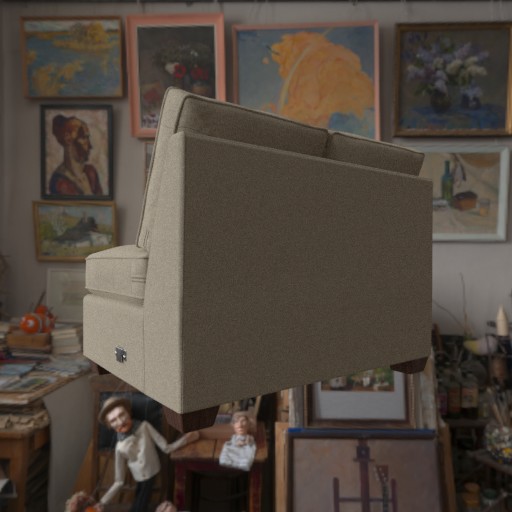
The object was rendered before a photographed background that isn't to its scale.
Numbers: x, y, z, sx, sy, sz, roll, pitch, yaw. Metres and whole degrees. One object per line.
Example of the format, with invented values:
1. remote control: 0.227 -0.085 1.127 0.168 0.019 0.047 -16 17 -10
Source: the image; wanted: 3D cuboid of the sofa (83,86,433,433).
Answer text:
1. sofa: 0.000 0.000 1.939 1.237 1.008 0.951 0 0 -37
